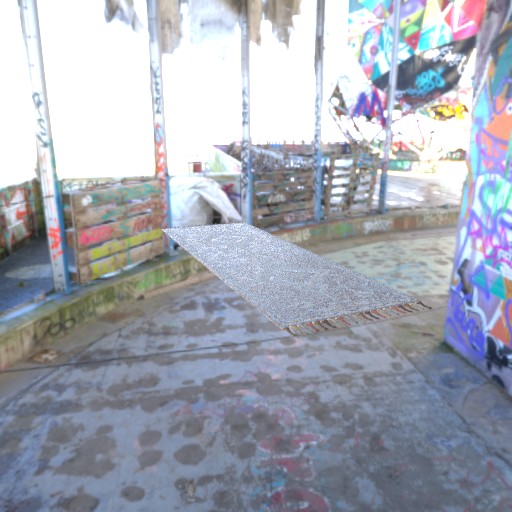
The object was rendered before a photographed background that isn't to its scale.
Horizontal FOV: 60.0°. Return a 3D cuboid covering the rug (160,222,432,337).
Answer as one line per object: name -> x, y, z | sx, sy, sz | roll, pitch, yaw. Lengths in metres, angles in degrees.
rug -> 0.000, 0.000, 2.859 | 1.324, 0.018, 2.378 | -2, 15, -8
